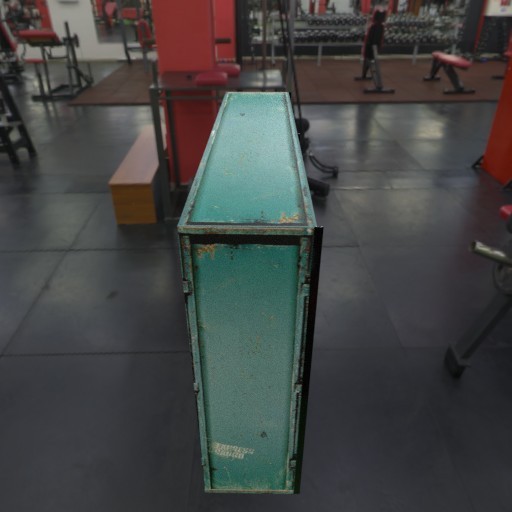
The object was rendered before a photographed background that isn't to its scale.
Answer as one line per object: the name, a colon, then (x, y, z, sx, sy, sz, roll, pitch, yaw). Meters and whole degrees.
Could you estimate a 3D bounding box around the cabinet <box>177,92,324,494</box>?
cabinet: (0.000, 0.000, 3.896, 0.680, 2.160, 3.001, 1, 32, 1)
